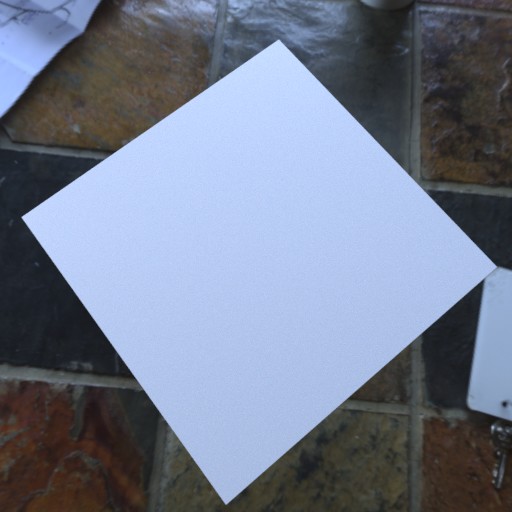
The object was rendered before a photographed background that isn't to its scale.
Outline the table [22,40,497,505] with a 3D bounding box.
[{"bbox_3d":[0.000,0.000,1.313,0.890,0.305,0.890,-38,79,-9],"label":"table"}]
